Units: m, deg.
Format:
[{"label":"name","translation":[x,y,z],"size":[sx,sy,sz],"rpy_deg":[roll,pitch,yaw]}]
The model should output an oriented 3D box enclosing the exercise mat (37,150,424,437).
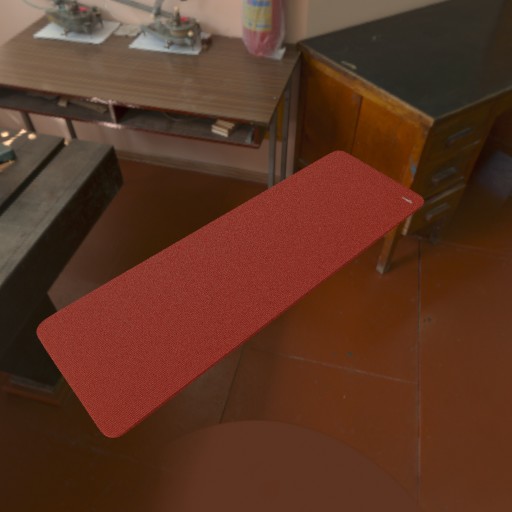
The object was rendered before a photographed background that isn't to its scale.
[{"label":"exercise mat","translation":[0.000,0.000,2.049],"size":[1.869,0.021,0.616],"rpy_deg":[-33,56,-26]}]
